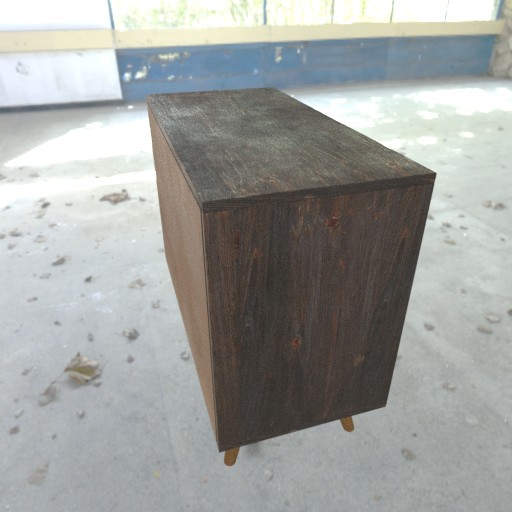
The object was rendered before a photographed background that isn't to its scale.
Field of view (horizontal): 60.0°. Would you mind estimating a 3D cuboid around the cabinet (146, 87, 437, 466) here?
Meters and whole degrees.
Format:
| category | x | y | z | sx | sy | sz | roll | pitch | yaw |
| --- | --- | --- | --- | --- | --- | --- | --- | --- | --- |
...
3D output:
| category | x | y | z | sx | sy | sz | roll | pitch | yaw |
| --- | --- | --- | --- | --- | --- | --- | --- | --- | --- |
| cabinet | 0.000 | 0.000 | 1.509 | 0.529 | 0.897 | 1.023 | -9 | 32 | -15 |
